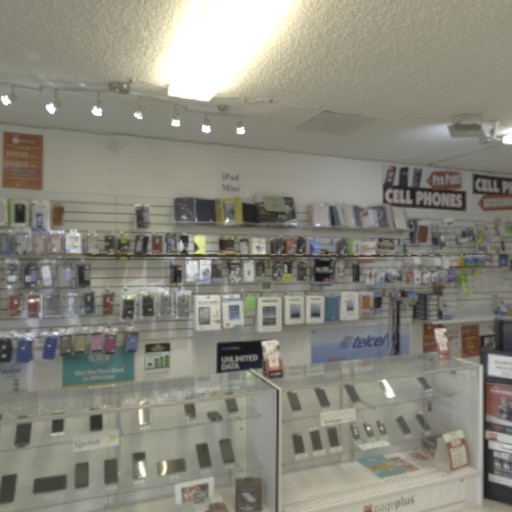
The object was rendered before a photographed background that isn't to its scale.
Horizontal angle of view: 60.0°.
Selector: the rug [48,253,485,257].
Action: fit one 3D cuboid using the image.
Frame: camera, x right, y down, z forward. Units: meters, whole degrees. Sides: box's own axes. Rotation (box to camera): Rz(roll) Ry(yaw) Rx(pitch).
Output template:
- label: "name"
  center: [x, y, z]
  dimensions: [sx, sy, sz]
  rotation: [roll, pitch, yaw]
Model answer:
- label: "rug"
  center: [0.000, 0.000, 3.000]
  dimensions: [2.438, 0.008, 1.524]
  rotation: [0, -1, -19]
